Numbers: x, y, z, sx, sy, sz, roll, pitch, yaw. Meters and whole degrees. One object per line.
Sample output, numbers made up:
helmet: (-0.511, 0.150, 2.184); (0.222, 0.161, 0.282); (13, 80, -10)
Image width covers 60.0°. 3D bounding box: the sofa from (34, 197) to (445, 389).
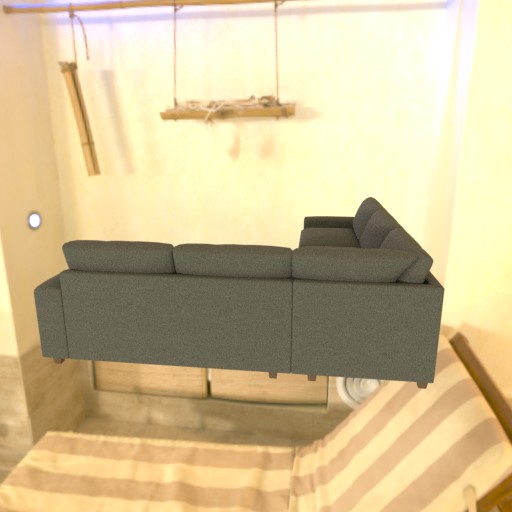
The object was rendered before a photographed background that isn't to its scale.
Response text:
sofa: (0.000, 0.000, 4.683); (2.895, 0.965, 3.277); (2, 15, 7)
